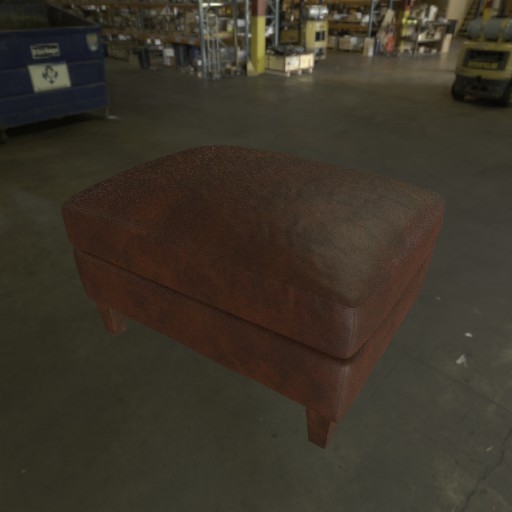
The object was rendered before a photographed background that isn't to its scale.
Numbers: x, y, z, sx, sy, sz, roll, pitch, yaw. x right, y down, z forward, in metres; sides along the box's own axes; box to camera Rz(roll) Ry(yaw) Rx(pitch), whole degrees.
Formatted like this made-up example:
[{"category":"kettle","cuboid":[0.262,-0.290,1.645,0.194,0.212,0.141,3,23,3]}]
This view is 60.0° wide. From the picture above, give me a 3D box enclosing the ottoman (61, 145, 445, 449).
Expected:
[{"category":"ottoman","cuboid":[0.000,0.000,1.287,0.887,0.527,0.659,19,35,29]}]
